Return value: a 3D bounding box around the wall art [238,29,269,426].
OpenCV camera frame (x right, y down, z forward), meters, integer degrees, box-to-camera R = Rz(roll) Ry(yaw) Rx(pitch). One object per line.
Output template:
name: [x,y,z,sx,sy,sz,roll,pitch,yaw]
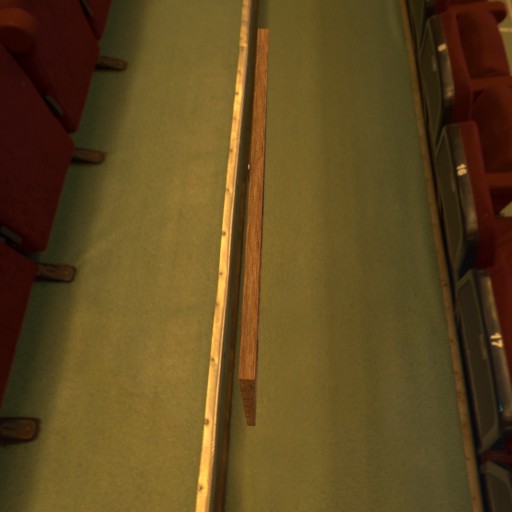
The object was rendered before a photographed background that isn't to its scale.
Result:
wall art: [0.000,0.000,0.847,0.021,0.576,0.561,2,64,1]
